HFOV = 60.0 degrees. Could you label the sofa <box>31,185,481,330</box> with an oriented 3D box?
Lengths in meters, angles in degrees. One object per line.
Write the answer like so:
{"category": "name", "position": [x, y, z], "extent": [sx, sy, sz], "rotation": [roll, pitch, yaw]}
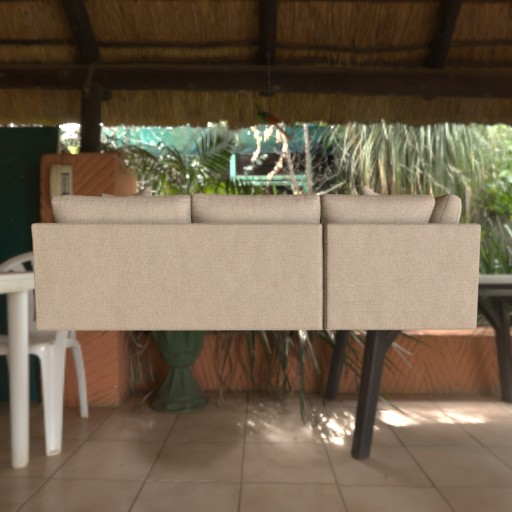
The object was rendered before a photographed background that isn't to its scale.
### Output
{"category": "sofa", "position": [0.000, 0.000, 3.832], "extent": [2.896, 0.978, 1.994], "rotation": [0, 0, 0]}
